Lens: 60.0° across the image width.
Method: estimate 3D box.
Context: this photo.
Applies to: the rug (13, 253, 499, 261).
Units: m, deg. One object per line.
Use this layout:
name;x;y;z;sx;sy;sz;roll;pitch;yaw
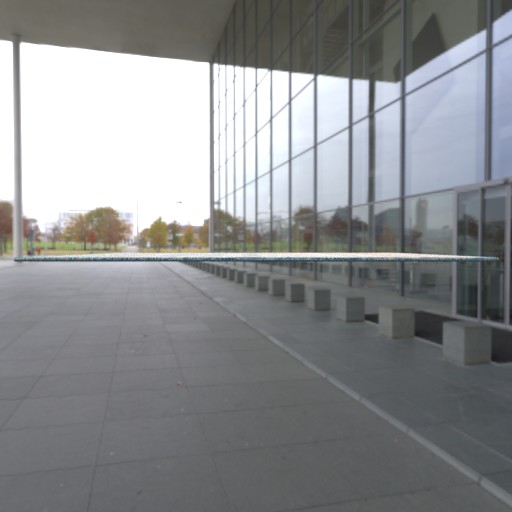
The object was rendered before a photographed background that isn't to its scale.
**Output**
rug;0.000;0.000;2.274;1.829;0.016;1.219;0;1;0
